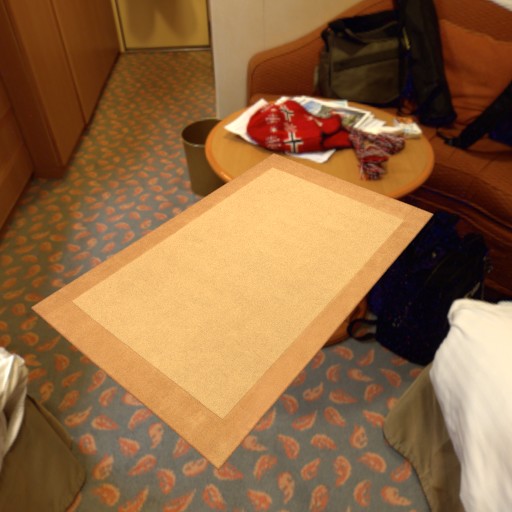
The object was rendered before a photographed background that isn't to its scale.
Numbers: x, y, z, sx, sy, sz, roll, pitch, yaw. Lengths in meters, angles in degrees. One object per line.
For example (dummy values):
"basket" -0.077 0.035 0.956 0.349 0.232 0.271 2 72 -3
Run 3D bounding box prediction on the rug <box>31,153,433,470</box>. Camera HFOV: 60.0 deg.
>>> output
"rug" 0.000 0.000 3.022 1.524 0.014 2.438 28 48 28
